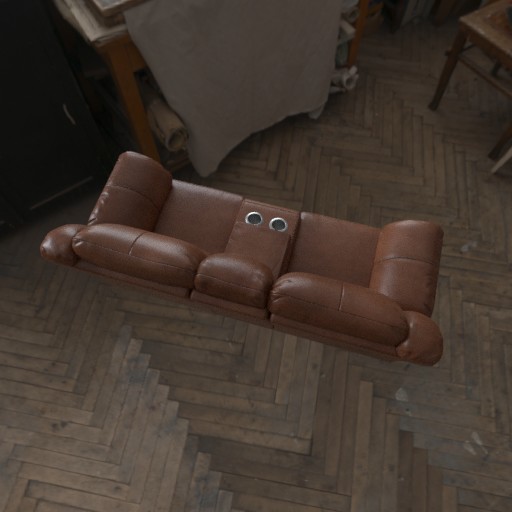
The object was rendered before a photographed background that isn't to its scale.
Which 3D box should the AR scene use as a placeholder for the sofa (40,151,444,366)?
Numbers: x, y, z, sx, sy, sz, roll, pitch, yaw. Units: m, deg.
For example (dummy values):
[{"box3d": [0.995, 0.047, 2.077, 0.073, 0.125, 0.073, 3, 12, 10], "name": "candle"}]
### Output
[{"box3d": [0.000, 0.000, 2.617, 2.058, 1.043, 0.991, 14, 64, 7], "name": "sofa"}]
